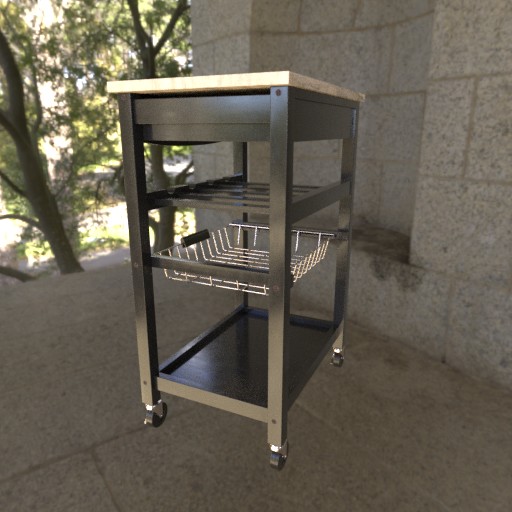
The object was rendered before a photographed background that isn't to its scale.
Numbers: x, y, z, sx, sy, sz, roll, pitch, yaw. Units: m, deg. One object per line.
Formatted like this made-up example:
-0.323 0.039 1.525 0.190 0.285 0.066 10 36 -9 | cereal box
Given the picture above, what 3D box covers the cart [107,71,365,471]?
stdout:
0.000 0.000 1.187 0.403 0.839 0.584 8 18 25 | cart
